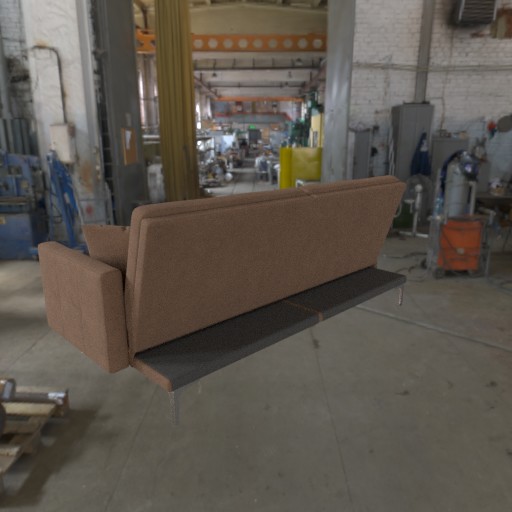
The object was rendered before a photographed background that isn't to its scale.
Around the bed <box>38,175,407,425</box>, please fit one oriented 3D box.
[{"bbox_3d":[0.000,0.000,2.369,1.905,0.787,0.889,-15,21,-43],"label":"bed"}]
